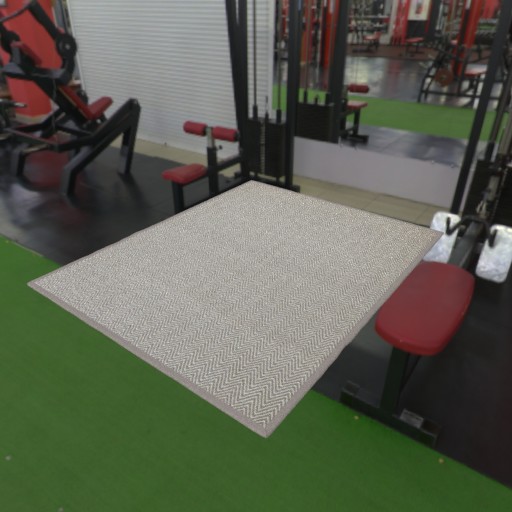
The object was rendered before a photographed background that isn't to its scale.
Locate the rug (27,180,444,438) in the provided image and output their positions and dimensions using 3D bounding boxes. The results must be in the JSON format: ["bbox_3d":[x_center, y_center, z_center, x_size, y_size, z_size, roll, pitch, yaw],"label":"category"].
[{"bbox_3d":[0.000,0.000,4.018,2.434,0.032,3.007,21,36,32],"label":"rug"}]
